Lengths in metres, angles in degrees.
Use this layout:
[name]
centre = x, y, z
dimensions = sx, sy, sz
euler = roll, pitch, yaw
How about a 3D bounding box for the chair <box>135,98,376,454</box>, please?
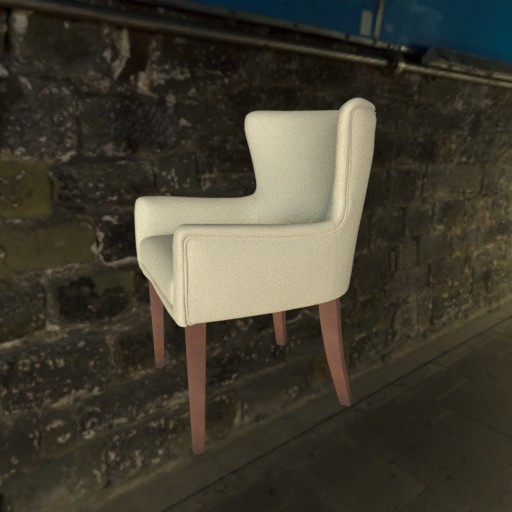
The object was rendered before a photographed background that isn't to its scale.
[chair]
centre = 0.000, 0.000, 1.461
dimensions = 0.686, 0.952, 0.660
euler = -7, 17, -23
